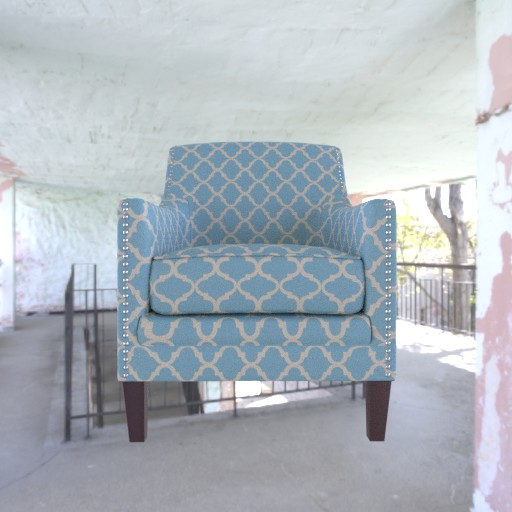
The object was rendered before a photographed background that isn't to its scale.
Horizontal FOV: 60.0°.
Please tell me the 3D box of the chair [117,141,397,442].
[{"bbox_3d":[0.000,0.000,1.301,0.617,0.817,0.686,0,1,0],"label":"chair"}]
